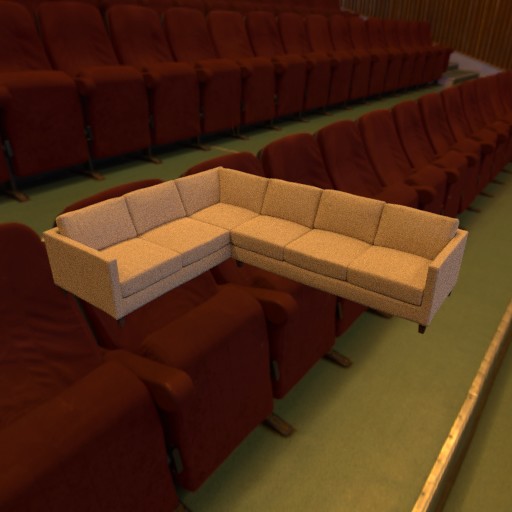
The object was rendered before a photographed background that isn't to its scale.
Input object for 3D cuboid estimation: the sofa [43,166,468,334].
[{"bbox_3d":[0.000,0.000,4.237,3.182,0.863,2.432,19,32,33],"label":"sofa"}]
